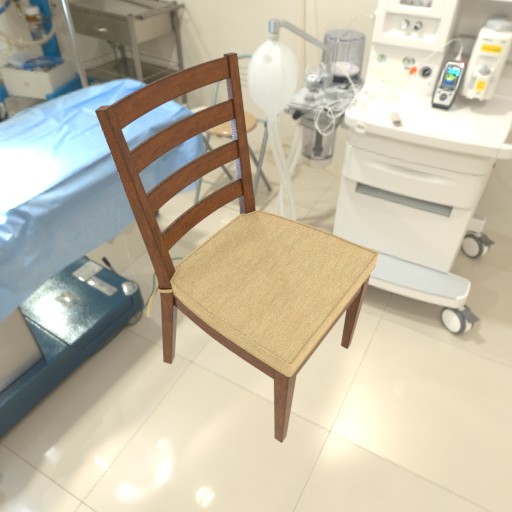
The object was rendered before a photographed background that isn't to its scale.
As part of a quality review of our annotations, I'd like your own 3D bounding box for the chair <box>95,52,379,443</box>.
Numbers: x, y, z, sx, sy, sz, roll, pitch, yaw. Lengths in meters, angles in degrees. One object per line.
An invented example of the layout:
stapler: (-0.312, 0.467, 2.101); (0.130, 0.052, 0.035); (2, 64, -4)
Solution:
chair: (0.000, 0.000, 1.367); (0.595, 0.979, 0.593); (26, 48, 26)
